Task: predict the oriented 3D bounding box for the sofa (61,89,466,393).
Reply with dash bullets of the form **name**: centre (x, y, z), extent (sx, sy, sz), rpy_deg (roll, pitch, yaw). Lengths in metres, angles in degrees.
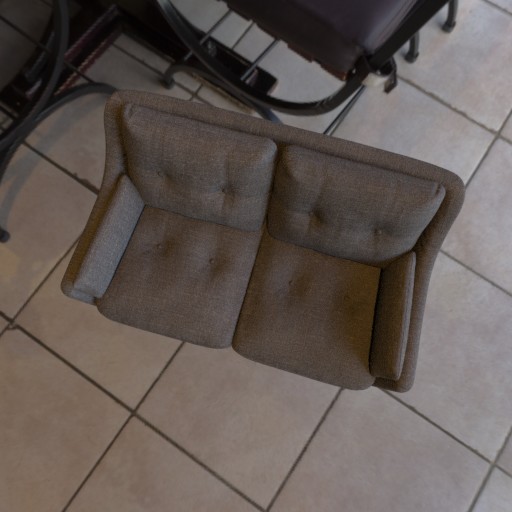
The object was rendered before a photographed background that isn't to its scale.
- **sofa**: centre (0.000, 0.000, 2.162), extent (1.646, 0.887, 0.976), rpy_deg (15, 77, 4)
